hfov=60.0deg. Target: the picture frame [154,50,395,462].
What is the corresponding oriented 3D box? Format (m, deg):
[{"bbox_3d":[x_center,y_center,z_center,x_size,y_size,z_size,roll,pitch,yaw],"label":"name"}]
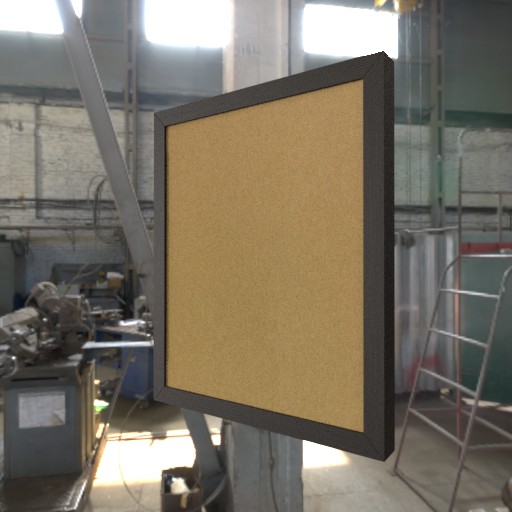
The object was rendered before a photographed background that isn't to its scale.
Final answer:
[{"bbox_3d":[0.000,0.000,0.745,0.452,0.555,0.044,0,0,35],"label":"picture frame"}]
